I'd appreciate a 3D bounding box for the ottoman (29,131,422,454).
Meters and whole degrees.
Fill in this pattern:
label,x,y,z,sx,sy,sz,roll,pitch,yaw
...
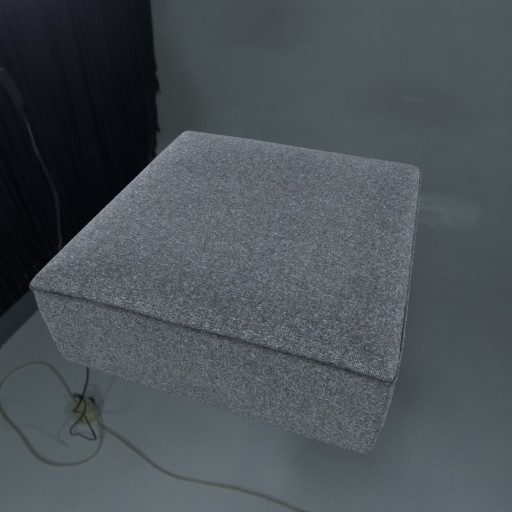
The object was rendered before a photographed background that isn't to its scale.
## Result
label,x,y,z,sx,sy,sz,roll,pitch,yaw
ottoman,0.000,0.000,1.561,1.017,0.423,1.021,13,43,14
